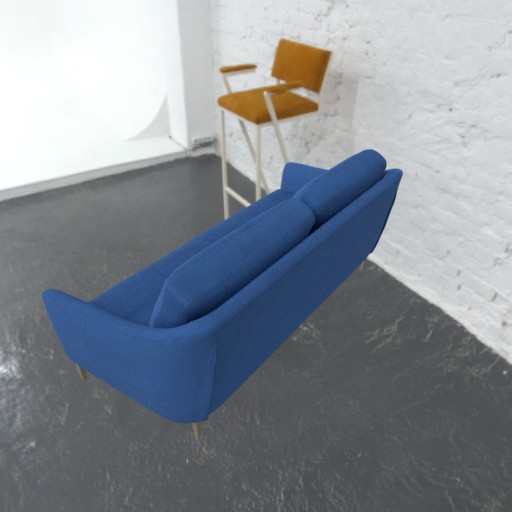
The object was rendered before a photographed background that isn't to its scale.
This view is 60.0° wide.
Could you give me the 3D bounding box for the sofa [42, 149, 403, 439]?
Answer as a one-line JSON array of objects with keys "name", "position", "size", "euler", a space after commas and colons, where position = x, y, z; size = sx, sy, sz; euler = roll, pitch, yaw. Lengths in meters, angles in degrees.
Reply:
[{"name": "sofa", "position": [0.000, 0.000, 2.533], "size": [0.960, 0.903, 2.036], "euler": [23, 40, 30]}]
